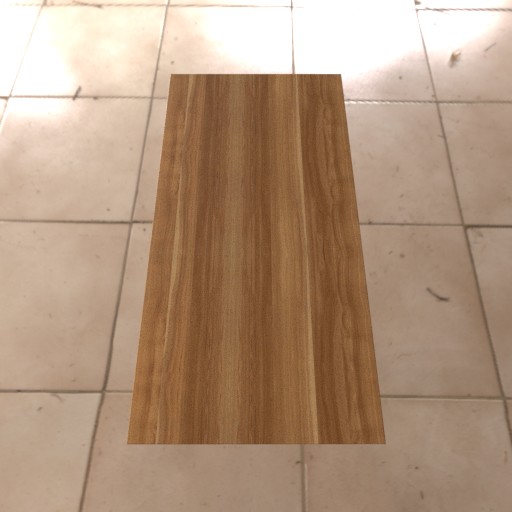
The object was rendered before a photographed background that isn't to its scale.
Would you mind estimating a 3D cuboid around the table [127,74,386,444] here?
[{"bbox_3d":[0.000,0.000,2.496,1.000,0.770,2.000,0,64,0],"label":"table"}]
